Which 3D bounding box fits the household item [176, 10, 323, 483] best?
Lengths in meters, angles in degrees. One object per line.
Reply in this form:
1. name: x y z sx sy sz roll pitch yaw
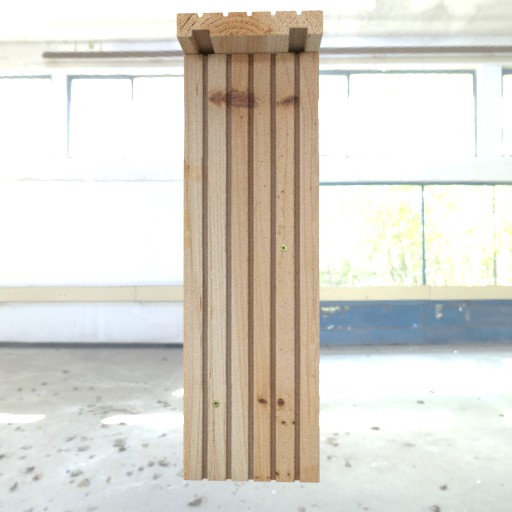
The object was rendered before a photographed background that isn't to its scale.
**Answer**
1. household item: 0.000 0.000 0.519 0.123 0.407 0.301 0 0 2
